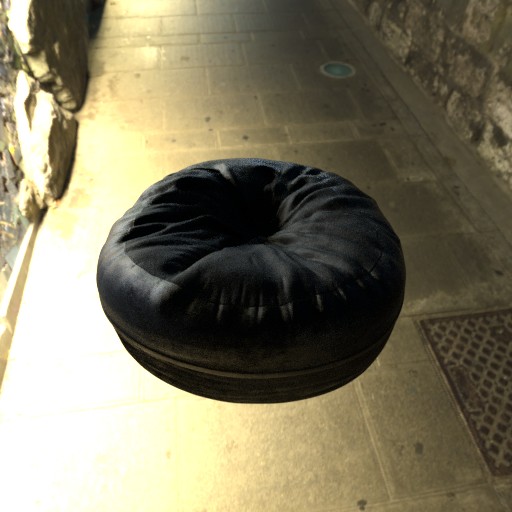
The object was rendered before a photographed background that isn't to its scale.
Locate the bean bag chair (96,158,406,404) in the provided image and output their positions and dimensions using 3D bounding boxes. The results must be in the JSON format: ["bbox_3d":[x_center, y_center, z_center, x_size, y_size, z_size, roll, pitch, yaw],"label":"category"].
[{"bbox_3d":[0.000,0.000,2.422,1.524,0.878,1.524,4,47,4],"label":"bean bag chair"}]
